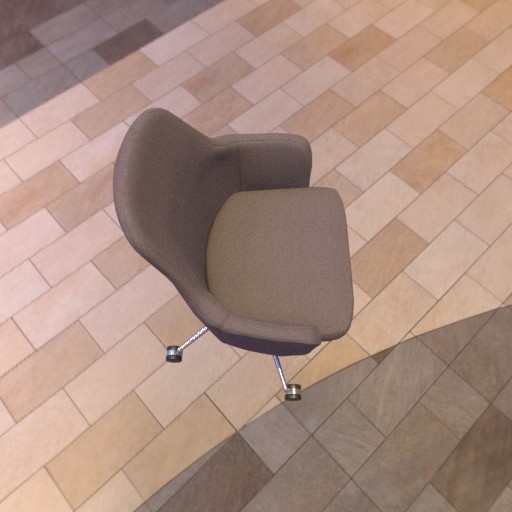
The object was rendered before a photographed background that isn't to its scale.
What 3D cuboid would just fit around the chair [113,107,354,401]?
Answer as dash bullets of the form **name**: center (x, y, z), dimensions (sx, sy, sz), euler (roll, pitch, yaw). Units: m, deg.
- **chair**: center (0.000, 0.000, 1.237), dimensions (0.600, 0.820, 0.655), euler (1, 64, 0)
